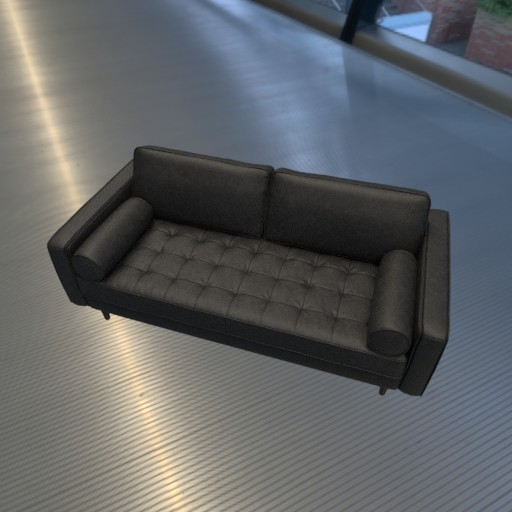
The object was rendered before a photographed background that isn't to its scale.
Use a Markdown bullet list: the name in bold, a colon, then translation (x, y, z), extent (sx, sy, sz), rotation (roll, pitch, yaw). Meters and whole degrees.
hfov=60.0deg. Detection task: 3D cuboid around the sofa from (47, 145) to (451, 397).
- **sofa**: translation (0.000, 0.000, 2.345), extent (1.879, 0.770, 0.921), rotation (12, 43, 13)
